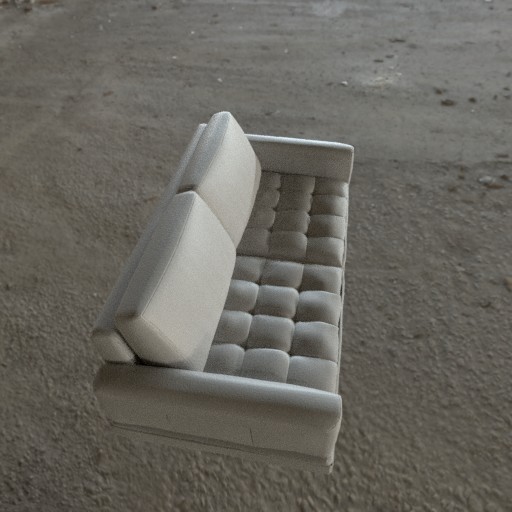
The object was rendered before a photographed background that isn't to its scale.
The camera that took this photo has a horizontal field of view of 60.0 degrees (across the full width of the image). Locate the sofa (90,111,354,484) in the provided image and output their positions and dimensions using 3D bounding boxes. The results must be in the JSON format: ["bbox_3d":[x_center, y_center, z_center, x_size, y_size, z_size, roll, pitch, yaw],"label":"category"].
[{"bbox_3d":[0.000,0.000,2.649,1.121,0.930,2.177,7,47,7],"label":"sofa"}]
